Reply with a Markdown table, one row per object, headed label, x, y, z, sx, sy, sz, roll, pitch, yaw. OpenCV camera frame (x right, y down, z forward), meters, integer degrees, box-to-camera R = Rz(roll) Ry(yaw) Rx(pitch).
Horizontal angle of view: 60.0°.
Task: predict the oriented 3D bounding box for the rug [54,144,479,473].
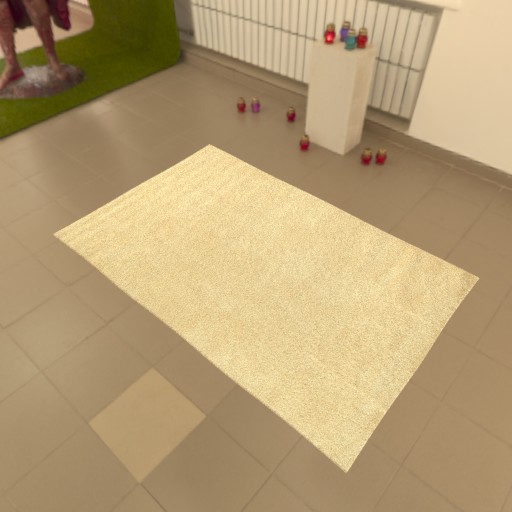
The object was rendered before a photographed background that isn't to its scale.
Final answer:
| label | x | y | z | sx | sy | sz | roll | pitch | yaw |
| --- | --- | --- | --- | --- | --- | --- | --- | --- | --- |
| rug | 0.000 | 0.000 | 2.882 | 2.346 | 0.025 | 1.500 | 32 | 53 | 27 |
